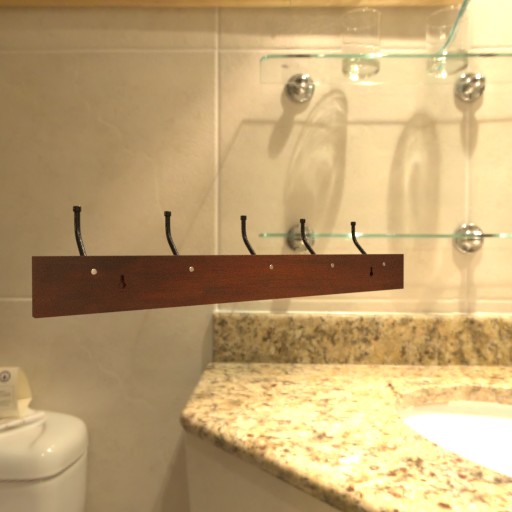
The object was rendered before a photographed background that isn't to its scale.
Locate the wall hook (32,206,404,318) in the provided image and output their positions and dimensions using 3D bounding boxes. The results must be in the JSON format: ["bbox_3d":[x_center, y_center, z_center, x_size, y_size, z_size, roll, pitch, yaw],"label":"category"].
[{"bbox_3d":[0.000,0.000,0.618,0.571,0.117,0.071,0,1,-36],"label":"wall hook"}]
